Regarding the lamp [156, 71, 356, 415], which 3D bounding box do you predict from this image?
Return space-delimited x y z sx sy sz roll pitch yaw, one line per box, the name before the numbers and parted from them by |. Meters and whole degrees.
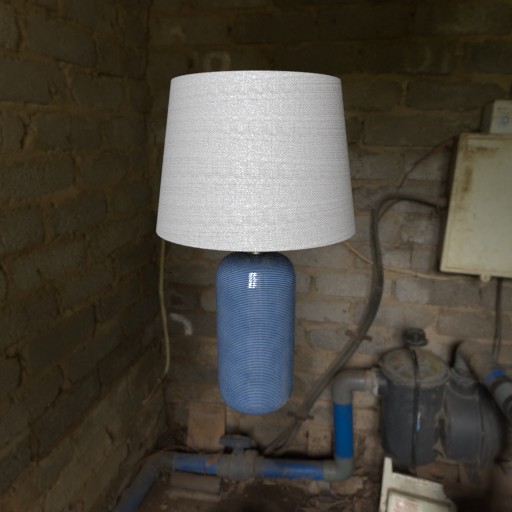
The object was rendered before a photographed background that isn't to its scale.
lamp | 0.000 0.000 0.584 0.253 0.428 0.253 0 15 0
